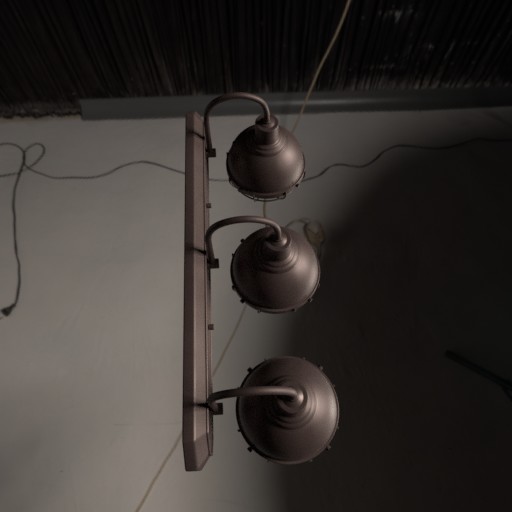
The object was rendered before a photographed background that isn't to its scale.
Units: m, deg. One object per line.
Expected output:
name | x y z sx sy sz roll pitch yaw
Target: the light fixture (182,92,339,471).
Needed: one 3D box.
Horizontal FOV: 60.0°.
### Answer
light fixture | 0.000 0.000 0.739 0.229 0.254 0.634 -3 64 -2
